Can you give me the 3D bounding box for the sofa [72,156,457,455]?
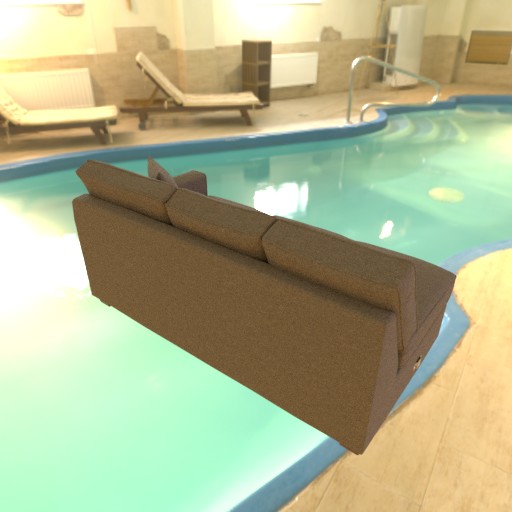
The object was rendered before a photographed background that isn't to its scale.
[{"bbox_3d":[0.000,0.000,2.523,1.963,0.946,1.034,21,36,32],"label":"sofa"}]
